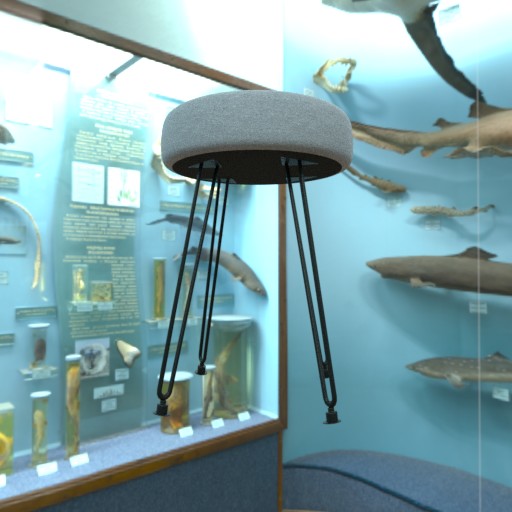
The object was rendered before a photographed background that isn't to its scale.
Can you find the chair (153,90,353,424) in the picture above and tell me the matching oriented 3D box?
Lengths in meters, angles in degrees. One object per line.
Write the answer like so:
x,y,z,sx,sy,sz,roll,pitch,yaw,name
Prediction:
0.000,0.000,0.708,0.350,0.440,0.350,1,-1,-38,chair
